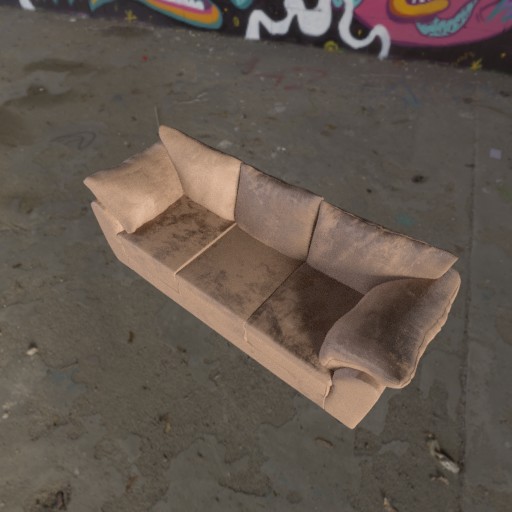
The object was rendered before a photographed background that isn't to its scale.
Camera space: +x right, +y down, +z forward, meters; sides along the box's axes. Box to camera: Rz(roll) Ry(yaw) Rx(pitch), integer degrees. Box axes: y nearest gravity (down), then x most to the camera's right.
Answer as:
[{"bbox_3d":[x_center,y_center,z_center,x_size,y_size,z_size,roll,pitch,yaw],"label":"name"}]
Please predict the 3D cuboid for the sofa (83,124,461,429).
[{"bbox_3d":[0.000,0.000,2.877,2.377,0.981,0.893,31,53,27],"label":"sofa"}]
